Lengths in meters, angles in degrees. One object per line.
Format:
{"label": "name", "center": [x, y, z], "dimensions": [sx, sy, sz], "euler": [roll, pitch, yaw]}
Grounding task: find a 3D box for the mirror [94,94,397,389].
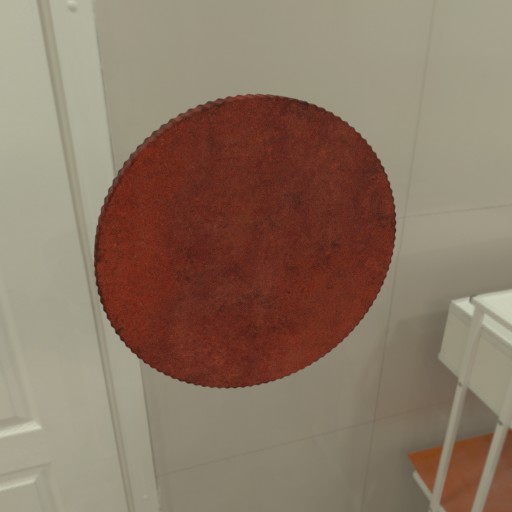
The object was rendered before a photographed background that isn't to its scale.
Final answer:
{"label": "mirror", "center": [0.000, 0.000, 0.887], "dimensions": [0.609, 0.609, 0.056], "euler": [-7, 25, -16]}
